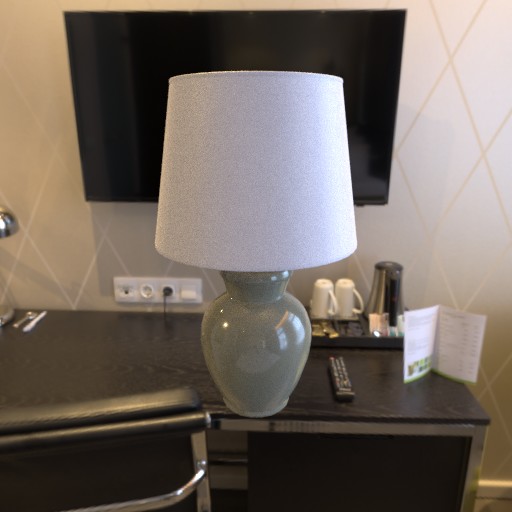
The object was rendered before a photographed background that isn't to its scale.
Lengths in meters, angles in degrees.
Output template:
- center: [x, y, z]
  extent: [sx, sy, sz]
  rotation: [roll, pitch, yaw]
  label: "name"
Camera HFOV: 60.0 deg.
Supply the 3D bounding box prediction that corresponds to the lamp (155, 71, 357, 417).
- center: [0.000, 0.000, 0.542]
  extent: [0.239, 0.399, 0.239]
  rotation: [0, 16, 0]
  label: "lamp"
